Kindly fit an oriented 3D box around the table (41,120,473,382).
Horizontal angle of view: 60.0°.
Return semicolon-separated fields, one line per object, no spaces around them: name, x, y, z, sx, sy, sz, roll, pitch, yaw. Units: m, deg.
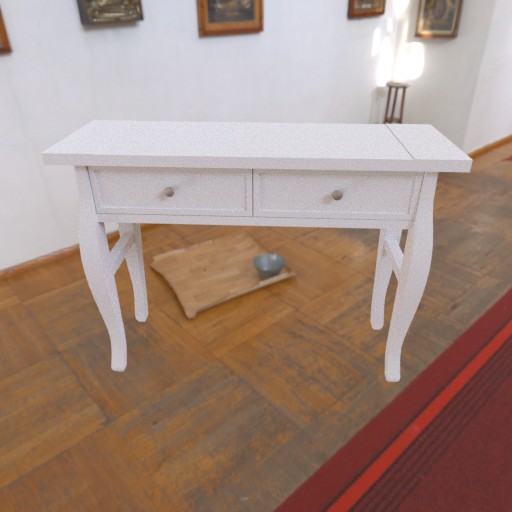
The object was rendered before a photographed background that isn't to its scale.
table;0.000;0.000;1.434;1.062;0.768;0.373;2;30;3
